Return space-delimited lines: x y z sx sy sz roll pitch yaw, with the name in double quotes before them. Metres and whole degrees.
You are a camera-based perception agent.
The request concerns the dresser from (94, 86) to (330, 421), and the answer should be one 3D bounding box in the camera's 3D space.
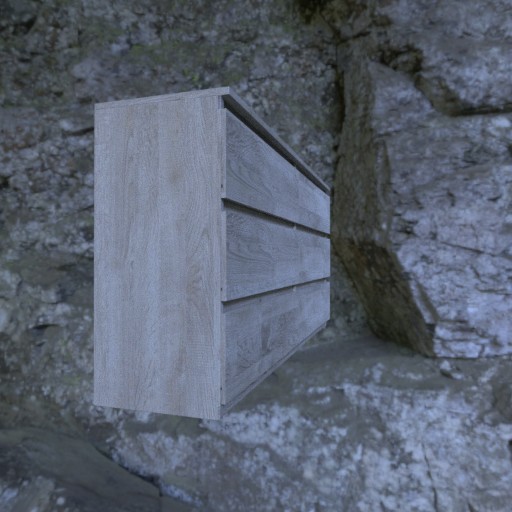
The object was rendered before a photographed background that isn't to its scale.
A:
"dresser" 0.000 0.000 1.861 0.390 0.795 1.590 0 0 18
